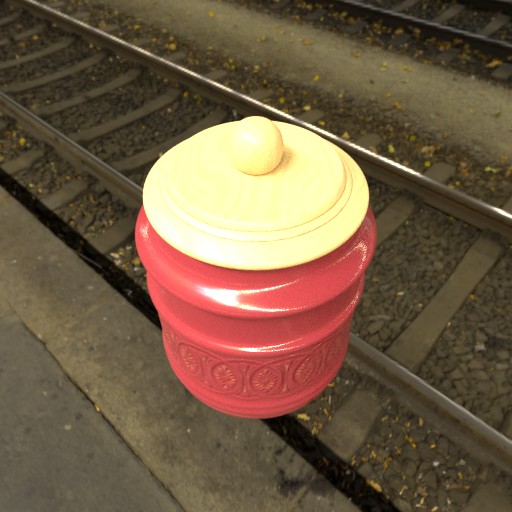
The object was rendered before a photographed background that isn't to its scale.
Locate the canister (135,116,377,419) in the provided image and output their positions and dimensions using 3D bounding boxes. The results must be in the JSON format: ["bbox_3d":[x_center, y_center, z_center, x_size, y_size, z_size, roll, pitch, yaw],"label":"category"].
[{"bbox_3d":[0.000,0.000,0.263,0.130,0.176,0.130,0,47,0],"label":"canister"}]
